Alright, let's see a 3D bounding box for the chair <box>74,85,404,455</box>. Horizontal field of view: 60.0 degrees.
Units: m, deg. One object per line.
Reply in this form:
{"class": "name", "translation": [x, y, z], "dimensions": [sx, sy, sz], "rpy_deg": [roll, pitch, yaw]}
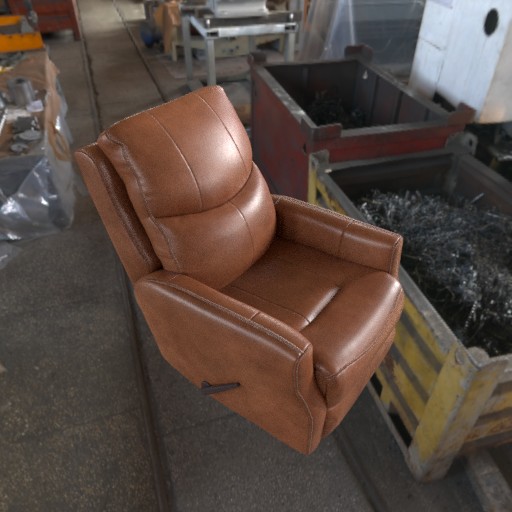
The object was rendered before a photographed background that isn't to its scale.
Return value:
{"class": "chair", "translation": [0.000, 0.000, 1.703], "dimensions": [1.072, 1.016, 0.821], "rpy_deg": [26, 46, 28]}
